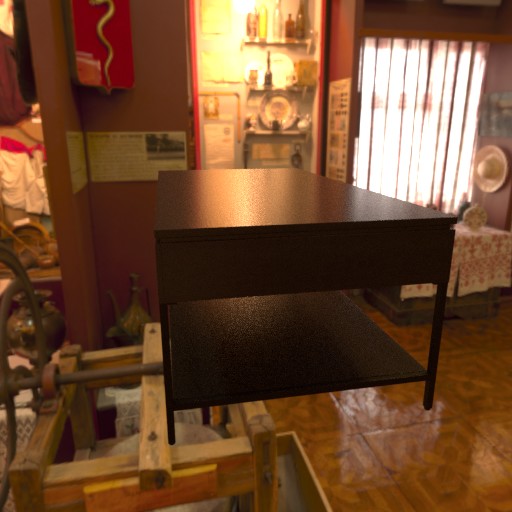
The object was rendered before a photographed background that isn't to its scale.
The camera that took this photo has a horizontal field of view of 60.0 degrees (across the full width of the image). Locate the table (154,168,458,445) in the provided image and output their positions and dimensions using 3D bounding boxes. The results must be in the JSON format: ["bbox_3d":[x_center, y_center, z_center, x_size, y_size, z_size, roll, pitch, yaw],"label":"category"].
[{"bbox_3d":[0.000,0.000,1.376,0.574,0.435,1.095,-3,16,-11],"label":"table"}]
